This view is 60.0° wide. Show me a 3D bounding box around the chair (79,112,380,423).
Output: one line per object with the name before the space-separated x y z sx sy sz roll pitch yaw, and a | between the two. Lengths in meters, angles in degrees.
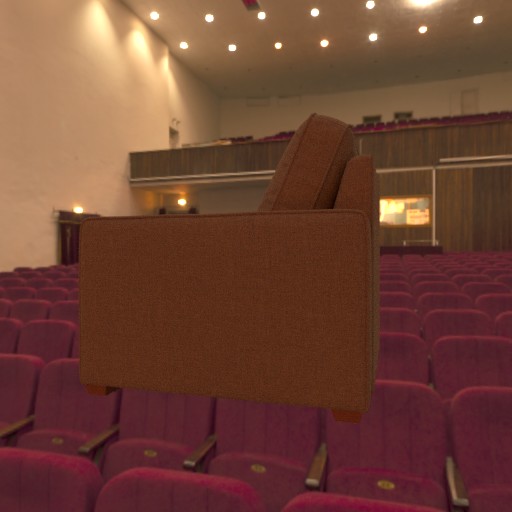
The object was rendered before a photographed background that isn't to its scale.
chair | 0.000 0.000 1.780 0.940 0.919 1.017 0 0 17
